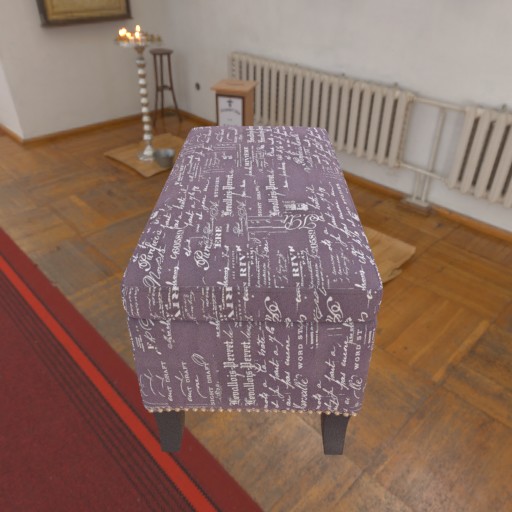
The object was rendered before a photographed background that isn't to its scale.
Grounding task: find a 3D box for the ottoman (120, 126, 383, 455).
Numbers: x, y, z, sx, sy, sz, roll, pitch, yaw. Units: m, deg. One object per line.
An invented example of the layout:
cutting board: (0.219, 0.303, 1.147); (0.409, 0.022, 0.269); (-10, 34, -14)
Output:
ottoman: (0.000, 0.000, 1.096); (0.406, 0.457, 0.813); (1, 33, 1)
